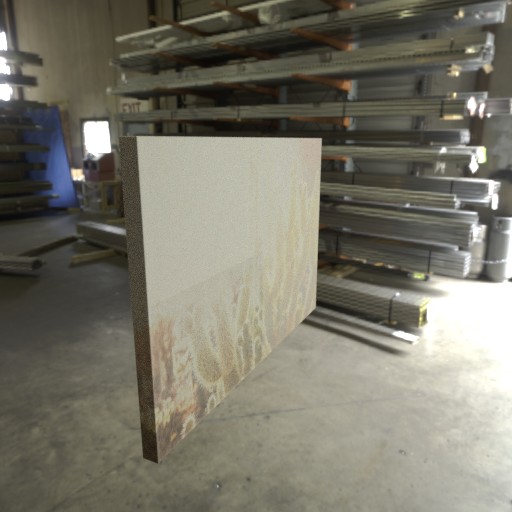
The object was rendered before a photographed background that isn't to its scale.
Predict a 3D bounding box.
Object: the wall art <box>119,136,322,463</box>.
[{"bbox_3d":[0.000,0.000,1.178,0.040,0.608,0.916,7,16,26],"label":"wall art"}]
